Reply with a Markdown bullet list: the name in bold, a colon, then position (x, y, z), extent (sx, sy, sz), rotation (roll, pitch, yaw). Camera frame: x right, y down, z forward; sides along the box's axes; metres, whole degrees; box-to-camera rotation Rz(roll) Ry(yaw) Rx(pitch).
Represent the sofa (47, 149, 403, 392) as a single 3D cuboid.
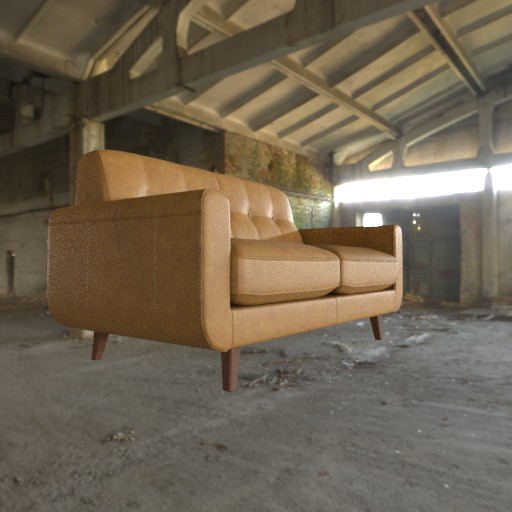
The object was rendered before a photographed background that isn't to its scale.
- **sofa**: position (0.000, 0.000, 2.217), extent (0.952, 0.925, 1.651), rotation (-1, -1, 38)
